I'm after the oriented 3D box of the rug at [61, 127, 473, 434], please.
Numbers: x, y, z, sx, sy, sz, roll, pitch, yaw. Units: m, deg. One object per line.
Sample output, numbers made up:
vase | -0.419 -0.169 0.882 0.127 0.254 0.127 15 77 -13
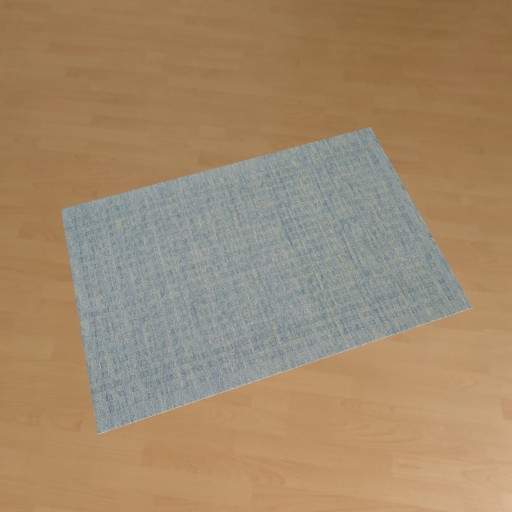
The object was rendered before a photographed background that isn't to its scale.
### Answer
rug | 0.000 0.000 2.184 1.752 0.006 1.142 -17 66 -8
